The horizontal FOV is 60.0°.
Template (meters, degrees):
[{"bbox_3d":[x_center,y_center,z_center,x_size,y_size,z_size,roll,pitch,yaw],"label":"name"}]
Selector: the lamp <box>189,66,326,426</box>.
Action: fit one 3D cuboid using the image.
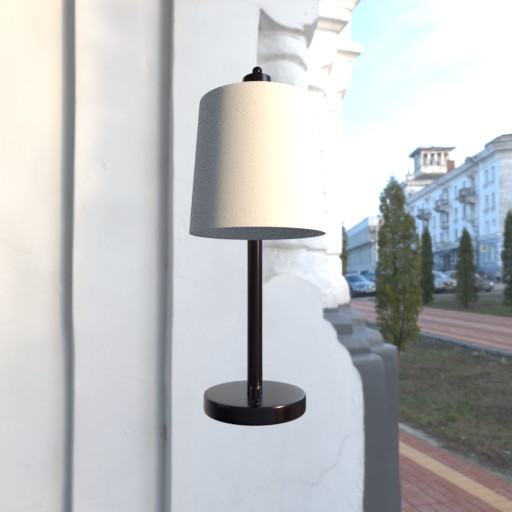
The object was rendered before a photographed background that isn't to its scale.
[{"bbox_3d":[0.000,0.000,0.641,0.171,0.489,0.333,0,-2,-1],"label":"lamp"}]
